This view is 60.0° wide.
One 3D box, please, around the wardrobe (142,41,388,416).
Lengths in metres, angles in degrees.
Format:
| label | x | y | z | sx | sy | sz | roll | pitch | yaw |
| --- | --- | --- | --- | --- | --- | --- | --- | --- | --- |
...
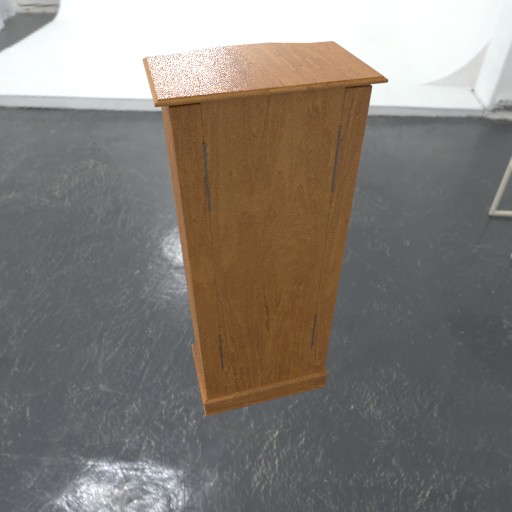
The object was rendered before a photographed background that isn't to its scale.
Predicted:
| label | x | y | z | sx | sy | sz | roll | pitch | yaw |
| --- | --- | --- | --- | --- | --- | --- | --- | --- | --- |
| wardrobe | 0.000 | 0.000 | 1.145 | 0.406 | 0.959 | 0.273 | -10 | 42 | -12 |
